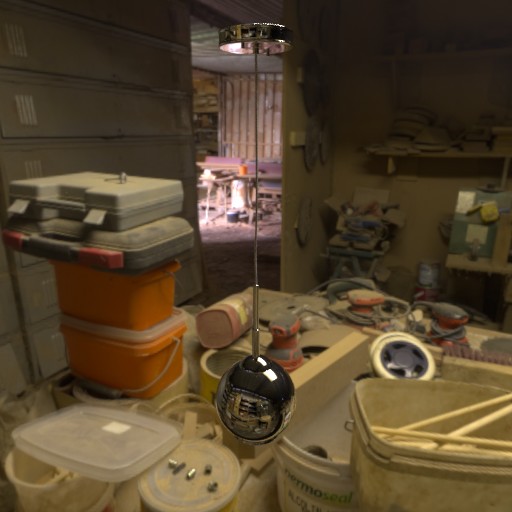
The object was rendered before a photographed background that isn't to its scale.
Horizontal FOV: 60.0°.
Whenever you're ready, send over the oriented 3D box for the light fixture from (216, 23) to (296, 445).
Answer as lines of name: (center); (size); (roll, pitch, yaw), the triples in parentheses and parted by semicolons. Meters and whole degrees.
light fixture: (0.000, 0.000, 1.676); (0.336, 1.538, 0.336); (8, 18, 27)
